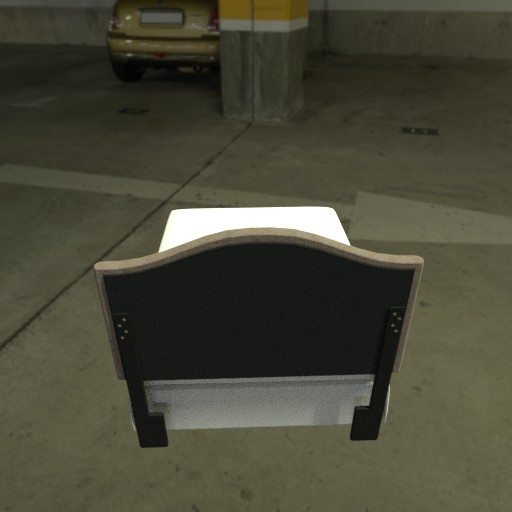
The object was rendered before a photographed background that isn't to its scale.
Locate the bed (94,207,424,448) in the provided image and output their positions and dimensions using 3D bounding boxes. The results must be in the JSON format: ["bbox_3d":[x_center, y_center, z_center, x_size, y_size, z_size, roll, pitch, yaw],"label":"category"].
[{"bbox_3d":[0.000,0.000,3.368,1.713,1.518,2.153,-1,31,-2],"label":"bed"}]
